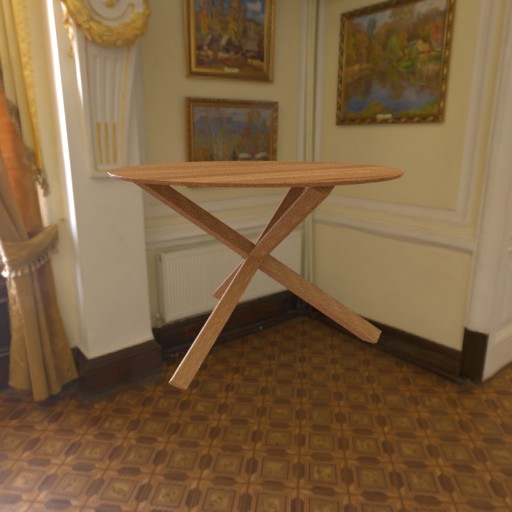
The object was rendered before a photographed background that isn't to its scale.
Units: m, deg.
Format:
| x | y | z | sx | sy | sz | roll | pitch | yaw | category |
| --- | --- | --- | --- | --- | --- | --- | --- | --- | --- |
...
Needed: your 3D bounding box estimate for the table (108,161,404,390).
| x | y | z | sx | sy | sz | roll | pitch | yaw | category |
| --- | --- | --- | --- | --- | --- | --- | --- | --- | --- |
| 0.000 | 0.000 | 1.715 | 1.038 | 0.666 | 1.038 | 0 | 15 | 0 | table |
